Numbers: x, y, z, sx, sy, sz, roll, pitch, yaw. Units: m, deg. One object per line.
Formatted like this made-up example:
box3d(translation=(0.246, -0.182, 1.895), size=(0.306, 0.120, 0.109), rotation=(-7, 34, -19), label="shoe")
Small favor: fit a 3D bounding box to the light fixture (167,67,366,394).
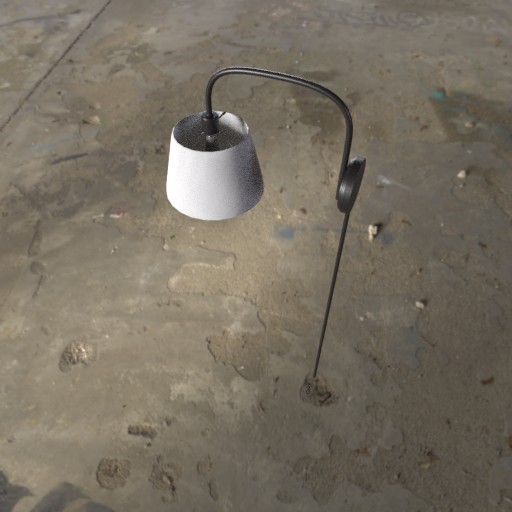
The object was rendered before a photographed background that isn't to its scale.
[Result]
box3d(translation=(0.000, 0.000, 0.466), size=(0.176, 0.399, 0.092), rotation=(18, 50, 16), label="light fixture")
